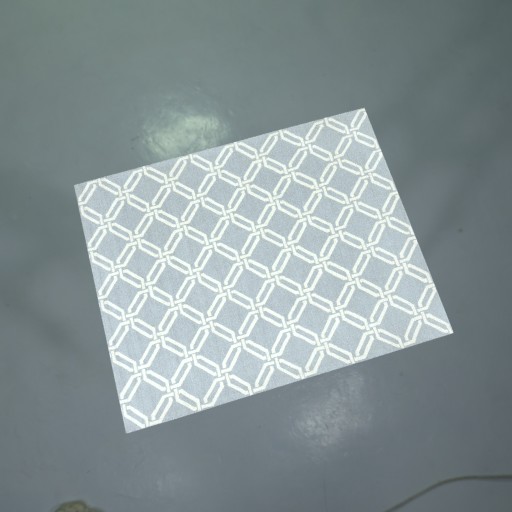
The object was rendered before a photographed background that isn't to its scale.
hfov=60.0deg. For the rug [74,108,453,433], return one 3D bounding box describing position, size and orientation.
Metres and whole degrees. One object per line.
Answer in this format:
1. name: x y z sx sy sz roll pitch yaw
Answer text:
1. rug: 0.000 0.000 4.006 2.895 0.018 2.288 -16 77 -4
